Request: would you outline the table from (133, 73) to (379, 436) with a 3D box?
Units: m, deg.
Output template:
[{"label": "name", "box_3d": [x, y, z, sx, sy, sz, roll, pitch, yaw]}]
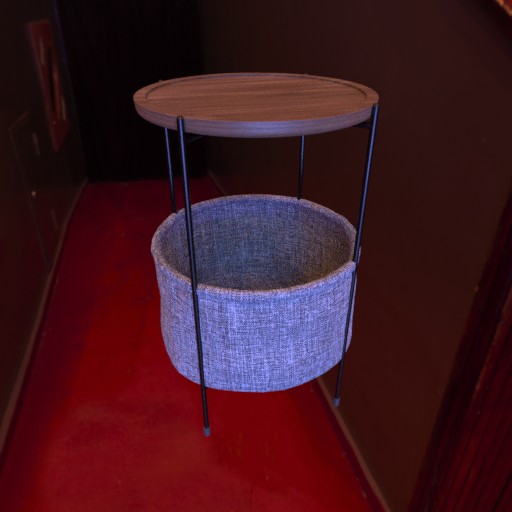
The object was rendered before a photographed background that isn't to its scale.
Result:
[{"label": "table", "box_3d": [0.000, 0.000, 0.876, 0.400, 0.623, 0.400, -8, 32, -13]}]
